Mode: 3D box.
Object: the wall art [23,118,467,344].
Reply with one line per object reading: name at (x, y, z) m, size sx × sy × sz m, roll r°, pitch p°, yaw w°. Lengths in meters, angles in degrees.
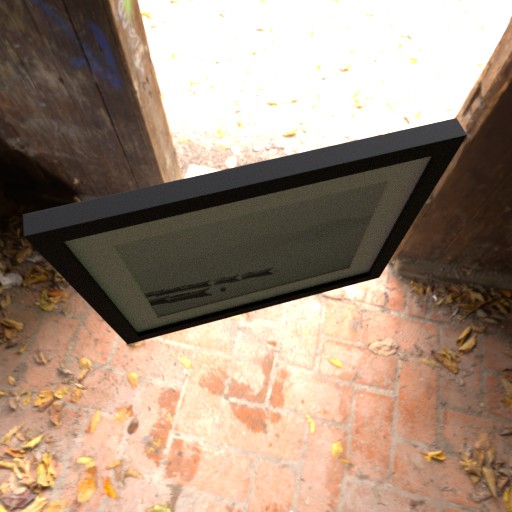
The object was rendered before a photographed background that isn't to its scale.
wall art at (0.000, 0.000, 0.745) m, size 0.554 × 0.454 × 0.030 m, roll -14°, pitch 64°, yaw -7°
